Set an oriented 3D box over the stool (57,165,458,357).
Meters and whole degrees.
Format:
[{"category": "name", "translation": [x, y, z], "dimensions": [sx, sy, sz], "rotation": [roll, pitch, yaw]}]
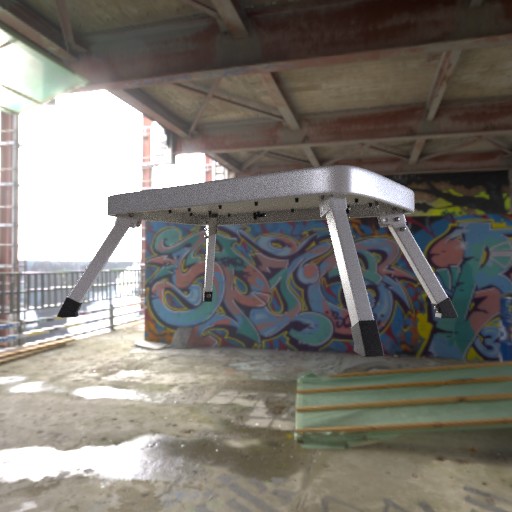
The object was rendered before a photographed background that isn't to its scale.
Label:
[{"category": "stool", "translation": [0.000, 0.000, 0.611], "dimensions": [0.460, 0.170, 0.320], "rotation": [0, -1, 35]}]
